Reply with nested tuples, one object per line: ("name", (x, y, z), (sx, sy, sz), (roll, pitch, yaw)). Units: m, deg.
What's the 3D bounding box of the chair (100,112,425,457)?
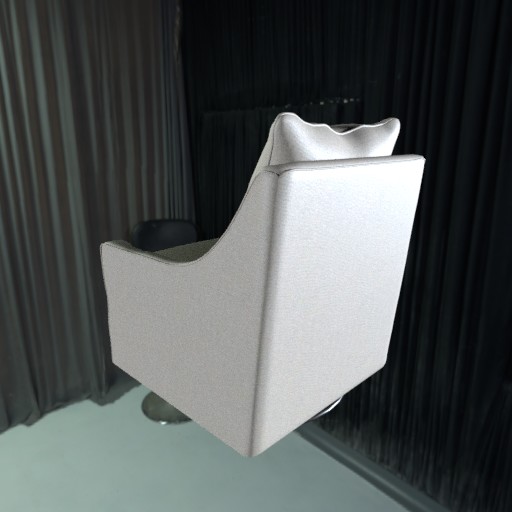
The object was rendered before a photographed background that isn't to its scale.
("chair", (0.000, 0.000, 1.589), (0.876, 0.942, 0.760), (15, 21, 43))
